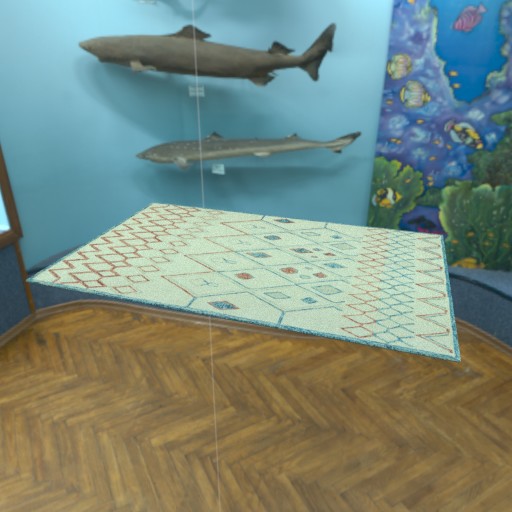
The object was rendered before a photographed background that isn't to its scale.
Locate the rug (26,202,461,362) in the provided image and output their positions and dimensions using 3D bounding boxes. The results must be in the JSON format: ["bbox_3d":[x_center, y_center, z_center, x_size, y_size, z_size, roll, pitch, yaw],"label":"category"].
[{"bbox_3d":[0.000,0.000,2.993,2.438,0.015,1.524,8,27,16],"label":"rug"}]
